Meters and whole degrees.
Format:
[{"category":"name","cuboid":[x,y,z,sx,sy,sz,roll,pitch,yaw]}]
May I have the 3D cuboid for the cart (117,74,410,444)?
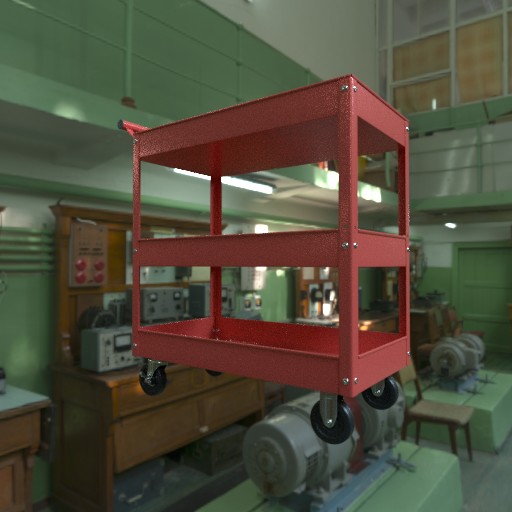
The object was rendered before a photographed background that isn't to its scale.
[{"category":"cart","cuboid":[0.000,0.000,1.198,0.719,0.780,0.366,-1,-1,36]}]
